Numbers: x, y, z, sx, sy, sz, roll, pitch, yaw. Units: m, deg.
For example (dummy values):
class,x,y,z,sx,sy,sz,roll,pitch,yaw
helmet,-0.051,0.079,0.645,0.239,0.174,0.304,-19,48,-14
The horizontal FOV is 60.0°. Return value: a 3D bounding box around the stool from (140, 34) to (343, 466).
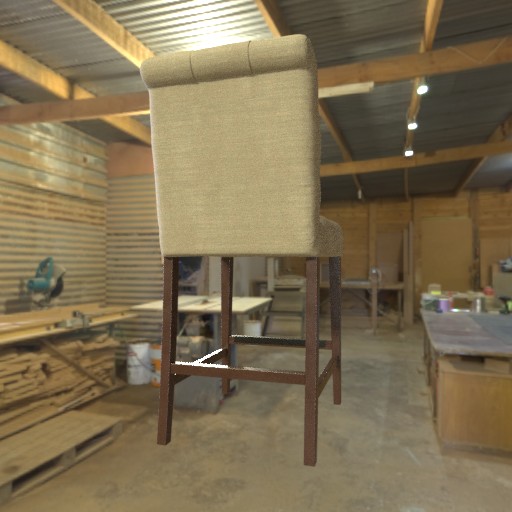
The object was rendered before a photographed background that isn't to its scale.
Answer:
class,x,y,z,sx,sy,sz,roll,pitch,yaw
stool,0.000,0.000,1.421,0.486,1.084,0.660,0,-1,18
